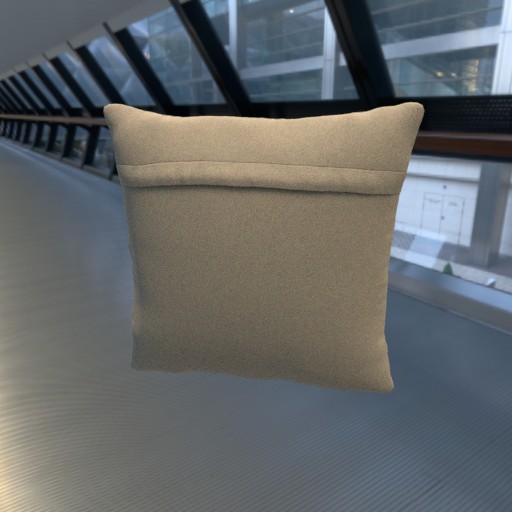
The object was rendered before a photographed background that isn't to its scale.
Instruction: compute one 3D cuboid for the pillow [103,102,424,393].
[{"bbox_3d":[0.000,0.000,0.702,0.459,0.458,0.181,3,17,9],"label":"pillow"}]
